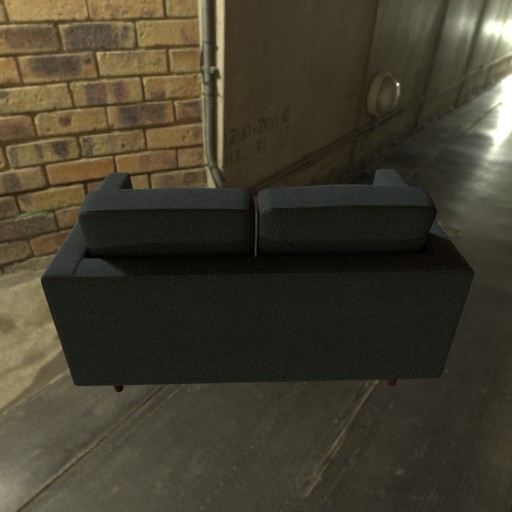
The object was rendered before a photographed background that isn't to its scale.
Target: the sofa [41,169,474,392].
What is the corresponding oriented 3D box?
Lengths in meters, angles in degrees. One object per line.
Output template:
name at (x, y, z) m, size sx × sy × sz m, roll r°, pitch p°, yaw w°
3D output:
sofa at (0.000, 0.000, 2.085) m, size 1.518 × 0.930 × 0.999 m, roll -1°, pitch 33°, yaw -1°
